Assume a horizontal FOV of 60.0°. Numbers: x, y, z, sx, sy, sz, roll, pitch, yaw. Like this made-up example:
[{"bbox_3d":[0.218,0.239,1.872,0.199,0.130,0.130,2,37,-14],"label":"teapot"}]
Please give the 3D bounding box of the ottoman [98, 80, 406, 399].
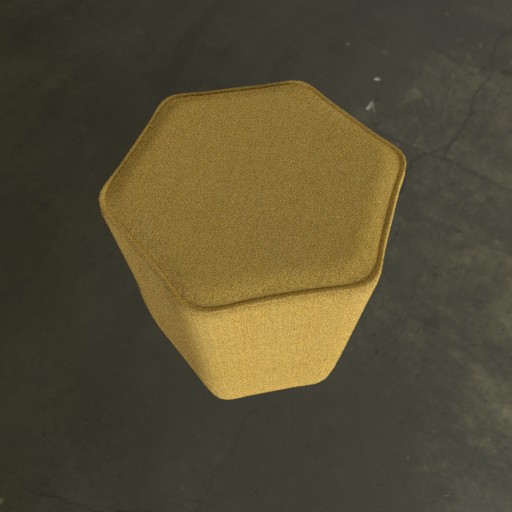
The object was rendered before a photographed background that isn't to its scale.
[{"bbox_3d":[0.000,0.000,0.896,0.443,0.502,0.494,17,60,10],"label":"ottoman"}]
